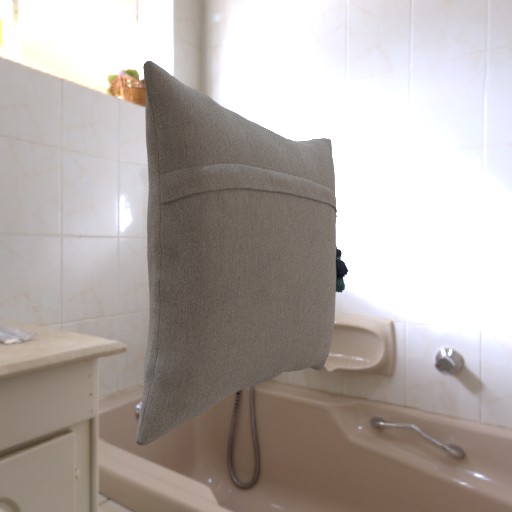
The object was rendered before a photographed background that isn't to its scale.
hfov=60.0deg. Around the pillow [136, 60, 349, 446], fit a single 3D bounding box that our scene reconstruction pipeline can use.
[{"bbox_3d":[0.000,0.000,0.668,0.173,0.436,0.433,0,1,37],"label":"pillow"}]
